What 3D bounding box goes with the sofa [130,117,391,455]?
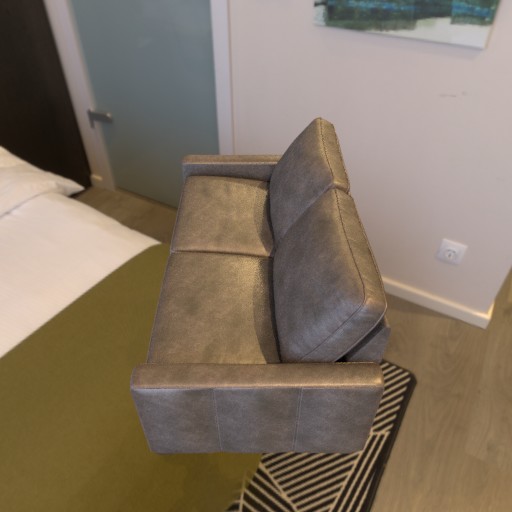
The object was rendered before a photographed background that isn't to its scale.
[{"bbox_3d":[0.000,0.000,2.307,0.939,0.916,1.732,0,42,0],"label":"sofa"}]
